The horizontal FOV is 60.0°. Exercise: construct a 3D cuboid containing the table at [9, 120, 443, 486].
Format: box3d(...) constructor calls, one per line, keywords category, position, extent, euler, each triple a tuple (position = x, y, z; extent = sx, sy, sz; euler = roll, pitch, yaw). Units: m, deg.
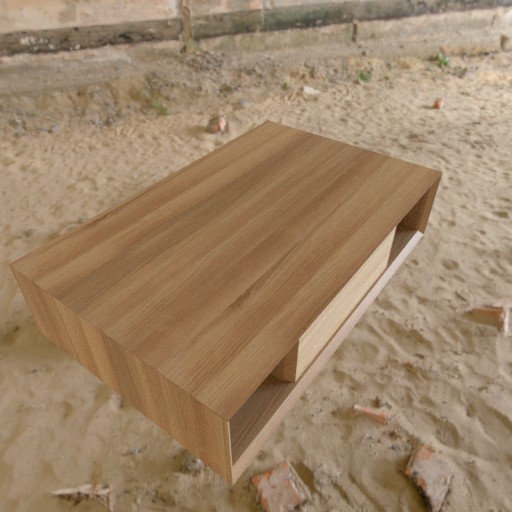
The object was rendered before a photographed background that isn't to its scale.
box3d(category="table", position=(0.000, 0.000, 1.374), extent=(0.700, 0.330, 1.100), euler=(26, 46, 27))
